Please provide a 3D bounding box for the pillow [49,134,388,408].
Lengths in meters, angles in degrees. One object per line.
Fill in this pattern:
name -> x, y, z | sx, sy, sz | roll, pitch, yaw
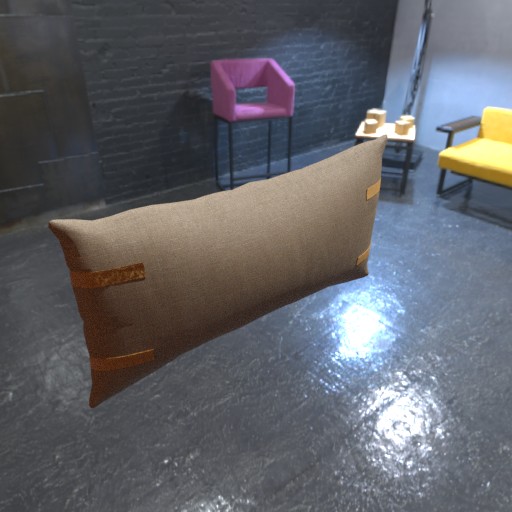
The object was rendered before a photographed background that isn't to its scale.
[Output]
pillow -> 0.000, 0.000, 0.735 | 0.612, 0.308, 0.148 | -21, 36, -31
